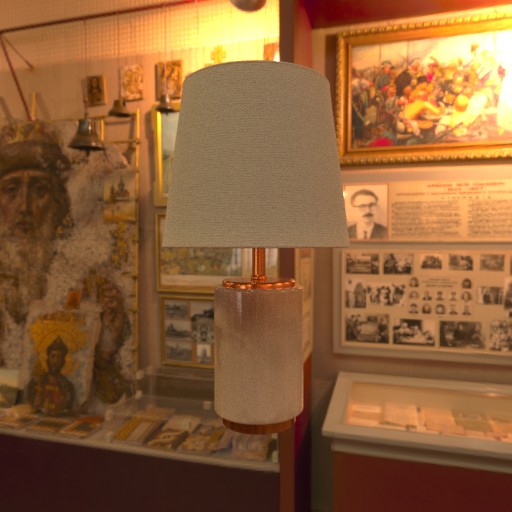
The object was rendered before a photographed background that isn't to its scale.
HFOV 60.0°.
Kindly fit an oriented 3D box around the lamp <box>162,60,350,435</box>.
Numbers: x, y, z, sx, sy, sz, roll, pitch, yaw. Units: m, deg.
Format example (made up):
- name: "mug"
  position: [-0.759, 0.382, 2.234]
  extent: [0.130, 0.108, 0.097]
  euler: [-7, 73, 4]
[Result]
- name: "lamp"
  position: [0.000, 0.000, 0.458]
  extent: [0.189, 0.340, 0.189]
  euler: [0, 2, 0]
